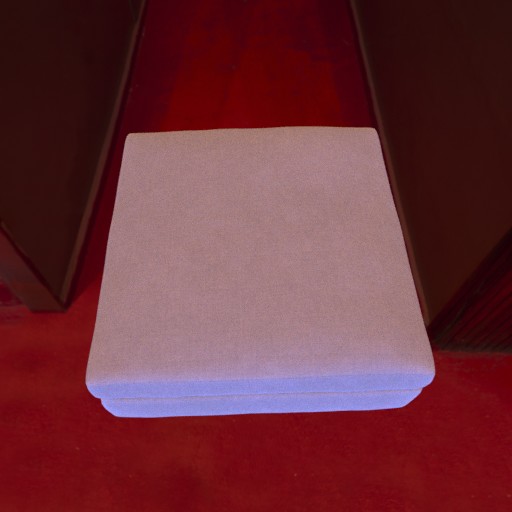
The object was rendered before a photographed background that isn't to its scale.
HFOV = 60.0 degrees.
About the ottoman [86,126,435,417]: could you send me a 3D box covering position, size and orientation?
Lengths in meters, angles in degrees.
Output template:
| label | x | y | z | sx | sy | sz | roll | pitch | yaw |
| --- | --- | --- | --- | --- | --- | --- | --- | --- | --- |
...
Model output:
| label | x | y | z | sx | sy | sz | roll | pitch | yaw |
| --- | --- | --- | --- | --- | --- | --- | --- | --- | --- |
| ottoman | 0.000 | 0.000 | 1.846 | 1.171 | 0.517 | 1.203 | -2 | 58 | -1 |
